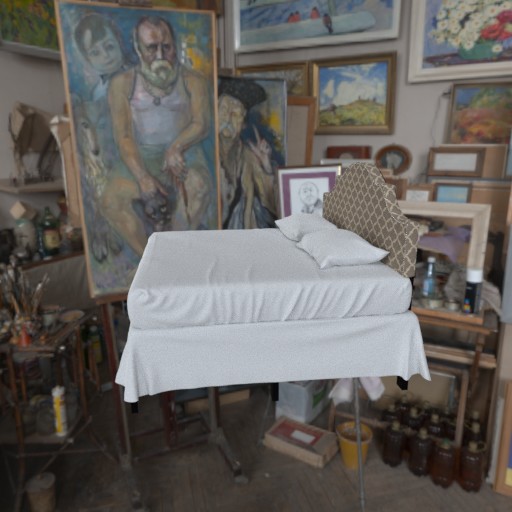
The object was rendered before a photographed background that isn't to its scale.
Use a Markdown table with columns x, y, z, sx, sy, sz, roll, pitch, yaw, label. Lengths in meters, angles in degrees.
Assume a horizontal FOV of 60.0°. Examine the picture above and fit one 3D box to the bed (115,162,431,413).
| x | y | z | sx | sy | sz | roll | pitch | yaw | label |
| --- | --- | --- | --- | --- | --- | --- | --- | --- | --- |
| 0.000 | 0.000 | 3.886 | 2.222 | 1.601 | 2.314 | -2 | 14 | -8 | bed |
